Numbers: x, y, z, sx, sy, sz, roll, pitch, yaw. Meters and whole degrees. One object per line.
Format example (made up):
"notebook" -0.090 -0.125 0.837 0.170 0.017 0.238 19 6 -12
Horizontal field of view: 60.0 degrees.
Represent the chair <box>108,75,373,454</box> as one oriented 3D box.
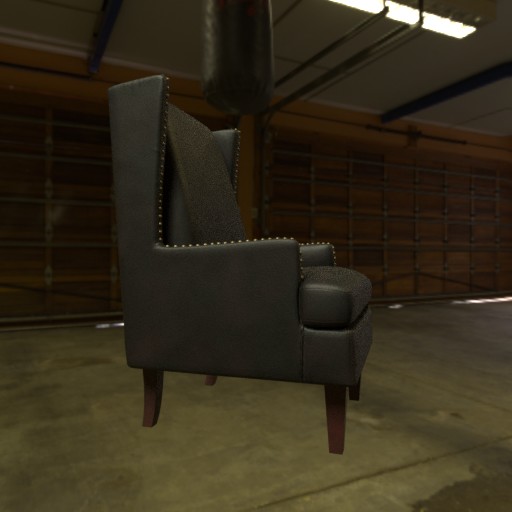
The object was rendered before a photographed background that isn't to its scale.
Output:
"chair" 0.000 0.000 1.632 0.799 1.142 0.703 0 0 19
